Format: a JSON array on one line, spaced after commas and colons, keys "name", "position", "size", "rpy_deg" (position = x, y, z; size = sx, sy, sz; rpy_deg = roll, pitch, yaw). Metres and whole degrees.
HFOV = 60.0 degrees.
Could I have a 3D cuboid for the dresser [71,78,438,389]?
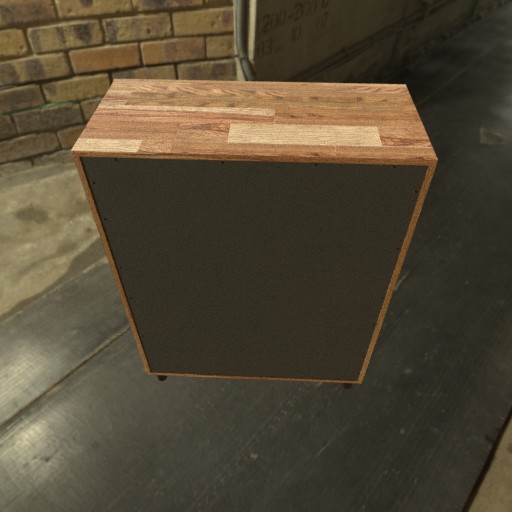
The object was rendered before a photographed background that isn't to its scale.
[{"name": "dresser", "position": [0.000, 0.000, 1.772], "size": [0.966, 1.243, 0.480], "rpy_deg": [2, 46, 2]}]
